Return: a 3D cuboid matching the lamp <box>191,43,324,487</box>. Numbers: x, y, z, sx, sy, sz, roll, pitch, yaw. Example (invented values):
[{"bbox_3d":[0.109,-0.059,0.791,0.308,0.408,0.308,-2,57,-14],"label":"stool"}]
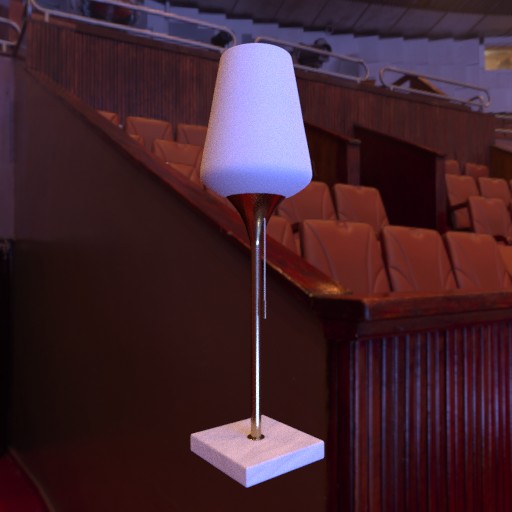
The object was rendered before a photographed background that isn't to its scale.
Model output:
[{"bbox_3d":[0.000,0.000,0.719,0.181,0.639,0.181,1,-1,-38],"label":"lamp"}]
